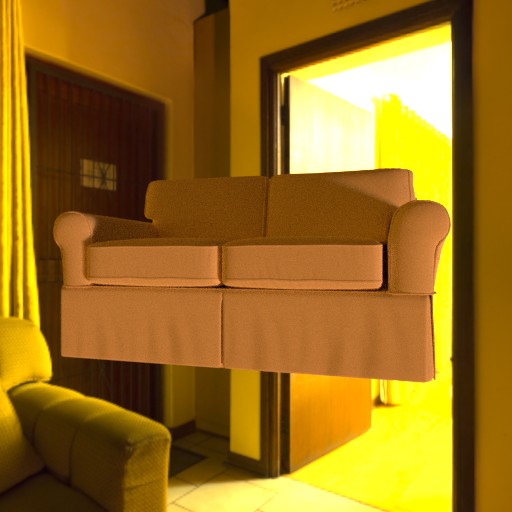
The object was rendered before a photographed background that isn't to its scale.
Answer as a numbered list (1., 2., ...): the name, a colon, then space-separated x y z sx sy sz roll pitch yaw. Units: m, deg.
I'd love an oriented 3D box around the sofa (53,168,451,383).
1. sofa: 0.000 0.000 2.272 1.727 0.940 0.991 0 0 16
